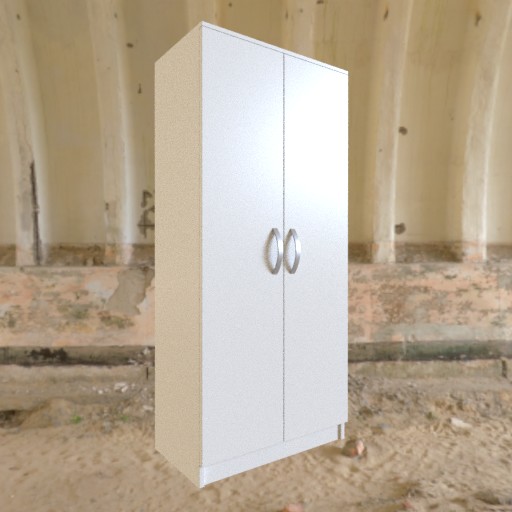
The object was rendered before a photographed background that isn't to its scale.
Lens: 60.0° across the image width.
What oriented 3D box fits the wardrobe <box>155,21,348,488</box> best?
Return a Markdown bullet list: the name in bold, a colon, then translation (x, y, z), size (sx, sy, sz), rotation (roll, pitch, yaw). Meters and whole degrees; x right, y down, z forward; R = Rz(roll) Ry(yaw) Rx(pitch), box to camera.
- **wardrobe**: translation (0.000, 0.000, 1.982), size (0.760, 1.700, 0.470), rotation (0, 0, -35)
